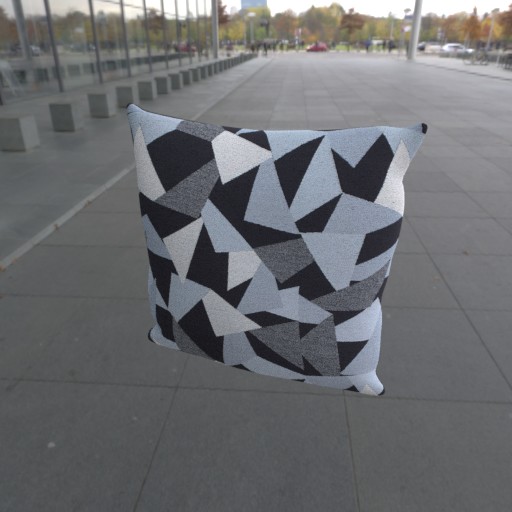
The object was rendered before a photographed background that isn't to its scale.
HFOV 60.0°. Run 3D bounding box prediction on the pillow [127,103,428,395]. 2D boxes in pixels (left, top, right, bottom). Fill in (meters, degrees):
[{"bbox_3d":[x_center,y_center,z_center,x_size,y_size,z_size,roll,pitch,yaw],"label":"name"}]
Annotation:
[{"bbox_3d":[0.000,0.000,0.786,0.503,0.496,0.208,9,27,18],"label":"pillow"}]
